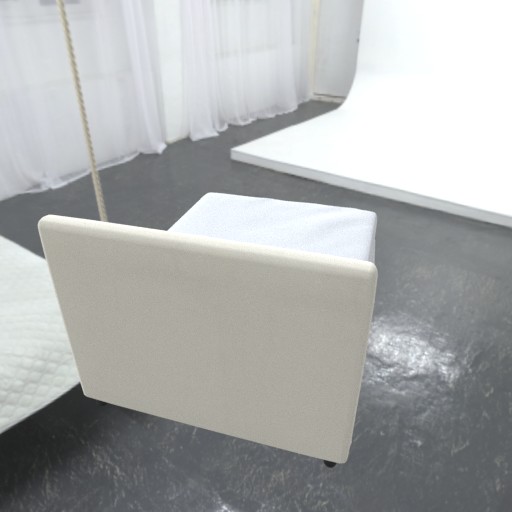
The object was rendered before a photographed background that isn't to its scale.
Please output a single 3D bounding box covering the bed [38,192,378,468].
[{"bbox_3d":[0.000,0.000,3.170,1.713,1.330,2.142,9,31,15],"label":"bed"}]
